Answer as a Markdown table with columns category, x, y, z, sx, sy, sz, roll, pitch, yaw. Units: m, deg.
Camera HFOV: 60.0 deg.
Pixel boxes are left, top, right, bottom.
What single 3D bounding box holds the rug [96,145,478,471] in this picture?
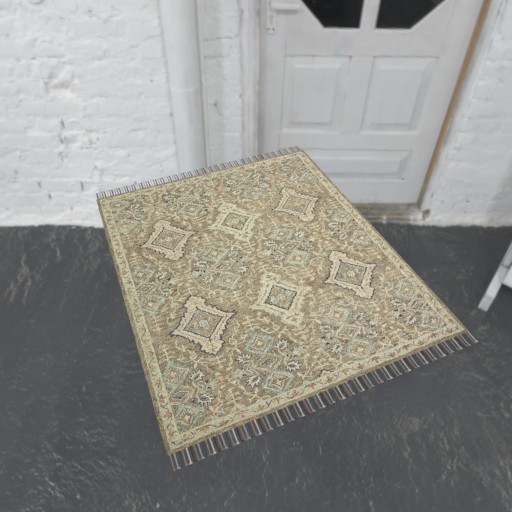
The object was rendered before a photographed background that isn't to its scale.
| category | x | y | z | sx | sy | sz | roll | pitch | yaw |
| --- | --- | --- | --- | --- | --- | --- | --- | --- | --- |
| rug | 0.000 | 0.000 | 4.073 | 2.437 | 0.010 | 3.056 | -17 | 48 | -16 |
